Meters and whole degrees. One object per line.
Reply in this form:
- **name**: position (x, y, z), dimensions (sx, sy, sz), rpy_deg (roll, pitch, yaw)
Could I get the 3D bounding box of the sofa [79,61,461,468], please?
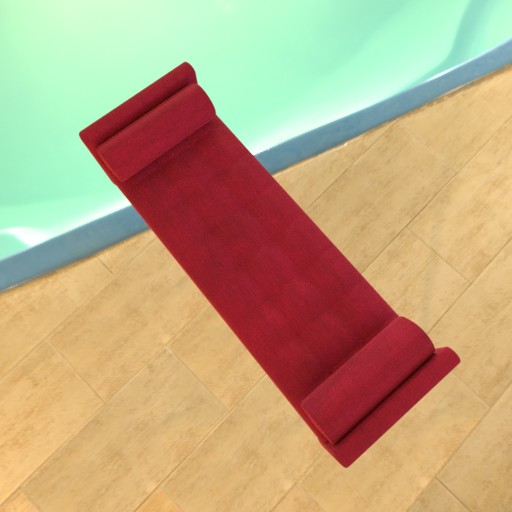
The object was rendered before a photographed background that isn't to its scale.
- **sofa**: position (0.000, 0.000, 2.338), dimensions (0.686, 0.635, 1.981), rpy_deg (-38, 78, -10)
